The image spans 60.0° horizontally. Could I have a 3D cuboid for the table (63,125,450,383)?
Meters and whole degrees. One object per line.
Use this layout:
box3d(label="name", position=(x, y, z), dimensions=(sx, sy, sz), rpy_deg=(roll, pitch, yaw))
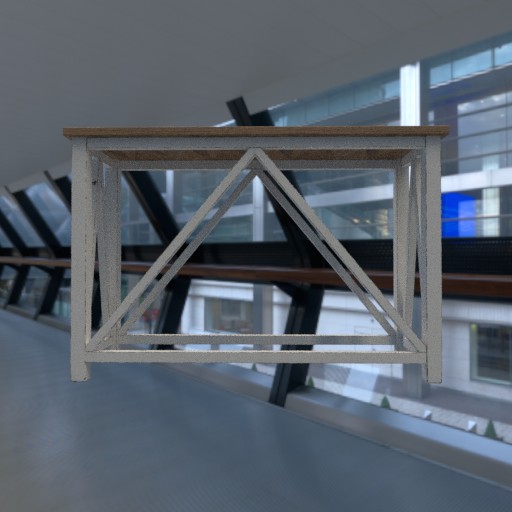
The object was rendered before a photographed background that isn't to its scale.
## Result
box3d(label="table", position=(0.000, 0.000, 1.820), dimensions=(1.400, 0.930, 0.450), rpy_deg=(0, -1, 1))
